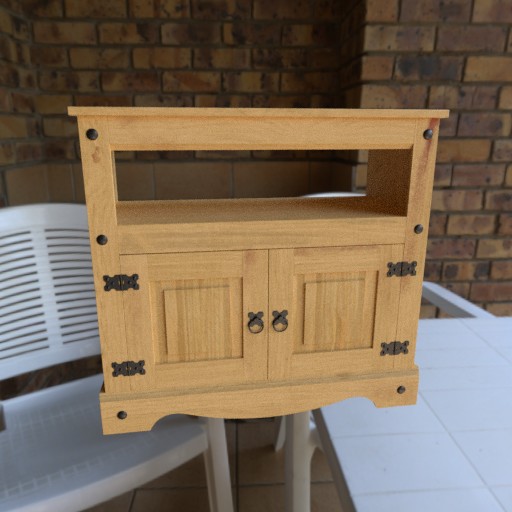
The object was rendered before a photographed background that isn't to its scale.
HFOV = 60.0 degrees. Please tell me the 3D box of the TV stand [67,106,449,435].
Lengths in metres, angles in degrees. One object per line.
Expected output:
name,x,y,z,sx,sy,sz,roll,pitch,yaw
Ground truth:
TV stand,0.000,0.000,1.279,0.851,0.787,0.430,-2,16,-9
